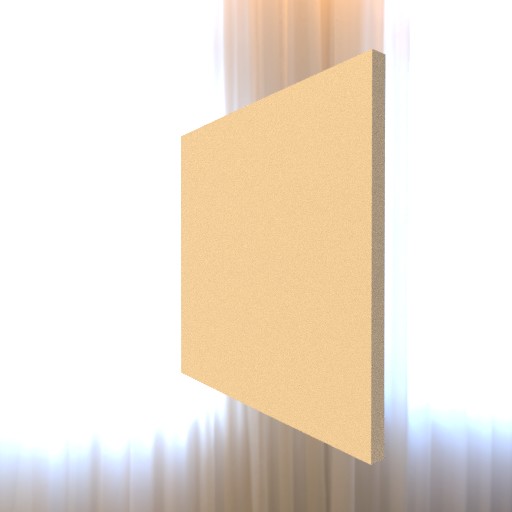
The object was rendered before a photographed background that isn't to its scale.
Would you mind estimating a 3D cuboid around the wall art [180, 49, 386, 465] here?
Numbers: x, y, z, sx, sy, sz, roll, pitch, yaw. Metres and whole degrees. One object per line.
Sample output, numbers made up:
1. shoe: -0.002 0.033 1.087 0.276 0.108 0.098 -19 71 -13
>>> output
1. wall art: 0.000 0.000 0.828 0.028 0.559 0.559 0 1 -37
